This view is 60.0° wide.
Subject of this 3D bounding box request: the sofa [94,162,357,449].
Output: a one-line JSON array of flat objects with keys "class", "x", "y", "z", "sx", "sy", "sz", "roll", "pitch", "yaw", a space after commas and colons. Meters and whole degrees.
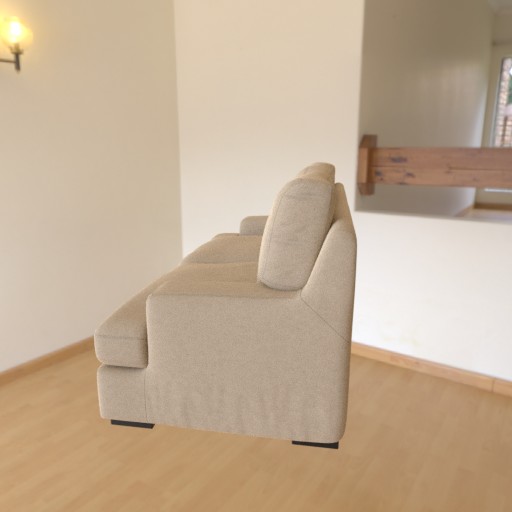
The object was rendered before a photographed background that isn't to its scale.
[{"class": "sofa", "x": 0.000, "y": 0.000, "z": 2.415, "sx": 0.962, "sy": 0.967, "sz": 1.885, "roll": 2, "pitch": 14, "yaw": 9}]
